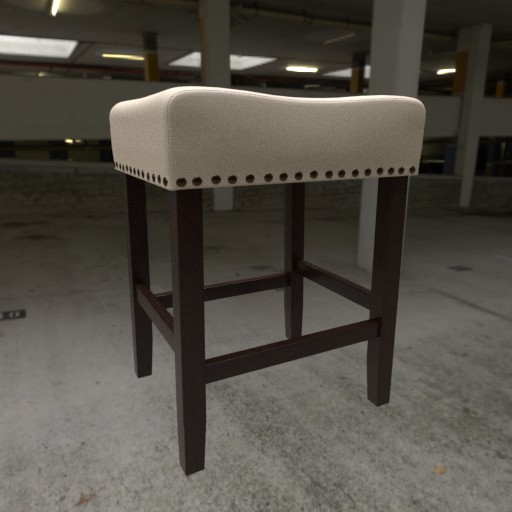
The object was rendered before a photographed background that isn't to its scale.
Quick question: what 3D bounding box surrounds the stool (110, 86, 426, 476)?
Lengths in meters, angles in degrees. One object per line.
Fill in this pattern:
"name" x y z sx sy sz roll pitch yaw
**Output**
"stool" 0.000 0.000 0.907 0.471 0.609 0.401 -8 18 -26
